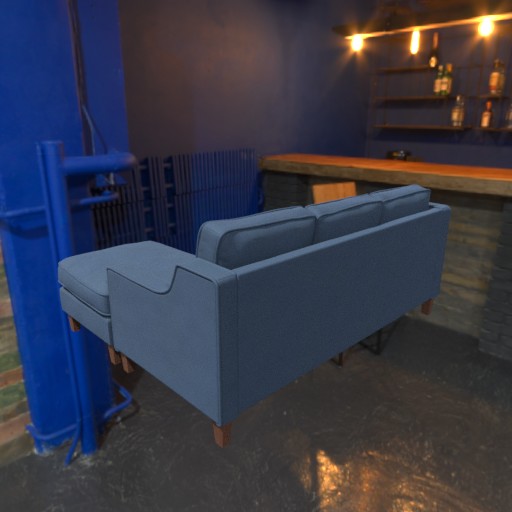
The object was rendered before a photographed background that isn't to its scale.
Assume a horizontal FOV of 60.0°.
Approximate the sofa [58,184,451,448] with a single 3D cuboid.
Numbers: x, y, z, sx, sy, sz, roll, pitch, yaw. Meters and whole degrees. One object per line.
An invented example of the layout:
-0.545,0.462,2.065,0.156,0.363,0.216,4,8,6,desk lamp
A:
0.000,0.000,3.315,2.317,1.066,1.858,-16,24,-42,sofa
